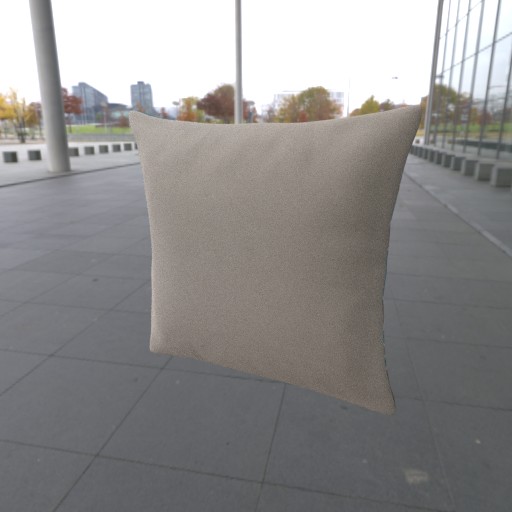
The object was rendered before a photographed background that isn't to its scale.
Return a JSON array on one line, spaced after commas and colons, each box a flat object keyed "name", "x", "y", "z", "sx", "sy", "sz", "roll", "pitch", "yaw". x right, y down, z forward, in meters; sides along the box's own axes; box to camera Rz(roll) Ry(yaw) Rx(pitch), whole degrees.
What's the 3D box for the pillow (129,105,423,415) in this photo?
[{"name": "pillow", "x": 0.000, "y": 0.000, "z": 0.799, "sx": 0.526, "sy": 0.507, "sz": 0.166, "roll": 8, "pitch": 18, "yaw": 25}]
